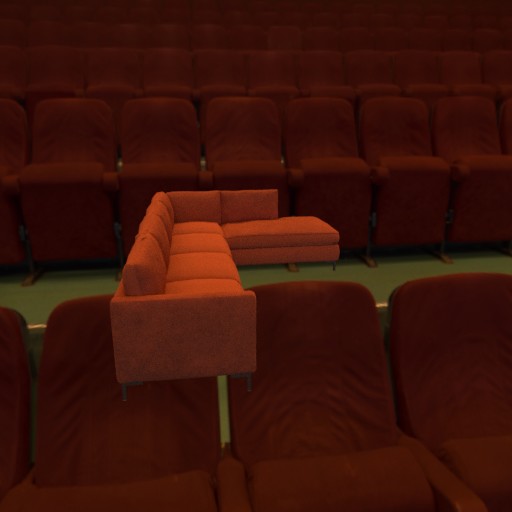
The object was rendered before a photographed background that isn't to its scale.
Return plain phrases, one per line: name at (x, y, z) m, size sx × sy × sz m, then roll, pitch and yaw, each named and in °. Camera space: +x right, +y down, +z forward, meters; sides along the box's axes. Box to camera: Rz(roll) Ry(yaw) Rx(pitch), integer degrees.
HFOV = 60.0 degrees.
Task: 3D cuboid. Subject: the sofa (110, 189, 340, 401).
sofa at (0.000, 0.000, 3.639) m, size 1.879 × 0.757 × 2.736 m, roll -2°, pitch 16°, yaw -8°
